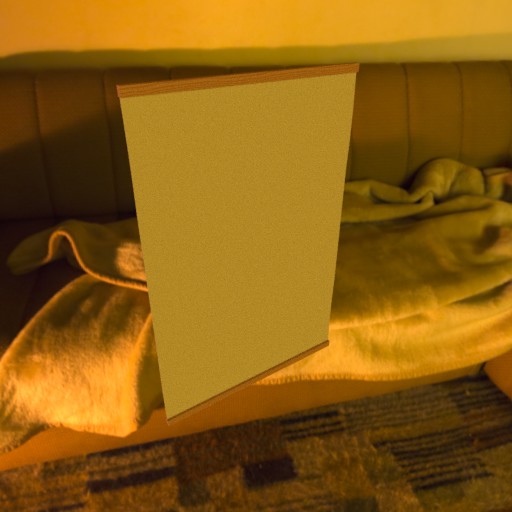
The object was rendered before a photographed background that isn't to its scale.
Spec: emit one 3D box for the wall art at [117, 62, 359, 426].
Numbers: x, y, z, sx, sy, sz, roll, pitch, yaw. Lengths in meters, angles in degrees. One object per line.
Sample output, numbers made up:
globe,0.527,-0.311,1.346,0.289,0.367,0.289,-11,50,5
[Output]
wall art,0.000,0.000,1.970,1.011,1.521,0.025,-19,35,-29
